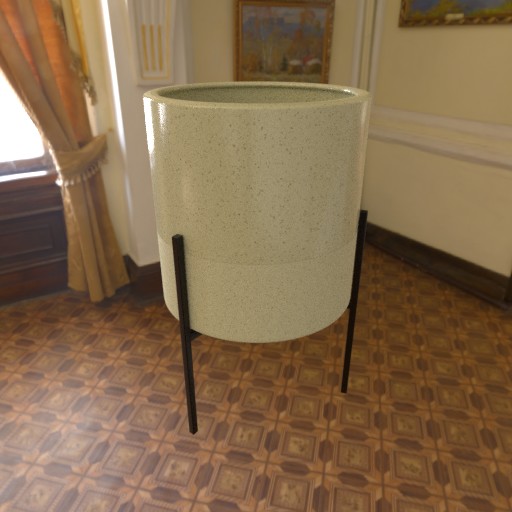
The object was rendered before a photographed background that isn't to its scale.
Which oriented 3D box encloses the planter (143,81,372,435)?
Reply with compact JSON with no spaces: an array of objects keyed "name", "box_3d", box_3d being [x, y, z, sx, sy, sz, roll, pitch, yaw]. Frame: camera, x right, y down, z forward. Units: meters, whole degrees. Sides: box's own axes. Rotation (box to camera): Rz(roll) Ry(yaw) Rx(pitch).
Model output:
[{"name":"planter","box_3d":[0.000,0.000,0.553,0.234,0.390,0.243,-9,27,-17]}]
